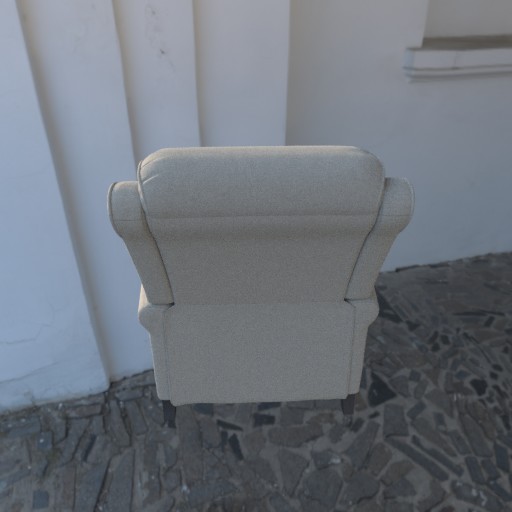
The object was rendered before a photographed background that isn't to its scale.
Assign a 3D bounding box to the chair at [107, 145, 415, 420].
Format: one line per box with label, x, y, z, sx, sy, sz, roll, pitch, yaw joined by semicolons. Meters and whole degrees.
chair;0.000;0.000;1.723;0.859;1.046;0.919;-1;30;-2
